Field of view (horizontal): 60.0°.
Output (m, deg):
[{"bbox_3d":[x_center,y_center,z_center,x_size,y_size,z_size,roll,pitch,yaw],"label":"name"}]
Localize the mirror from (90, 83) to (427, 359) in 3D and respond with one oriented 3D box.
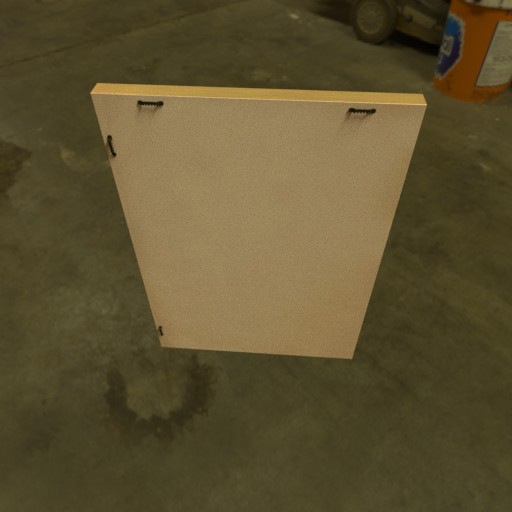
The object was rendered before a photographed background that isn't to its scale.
[{"bbox_3d":[0.000,0.000,0.931,0.507,0.710,0.039,3,46,3],"label":"mirror"}]
